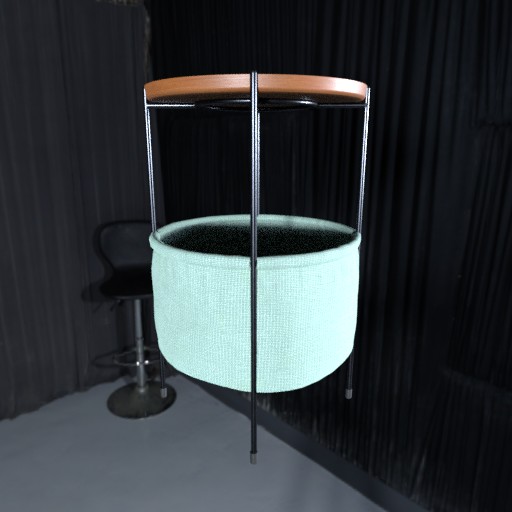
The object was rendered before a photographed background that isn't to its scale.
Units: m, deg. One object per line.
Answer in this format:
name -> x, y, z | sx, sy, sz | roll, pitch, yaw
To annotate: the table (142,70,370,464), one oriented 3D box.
table -> 0.000, 0.000, 0.868 | 0.400, 0.623, 0.400 | -14, 20, -42
